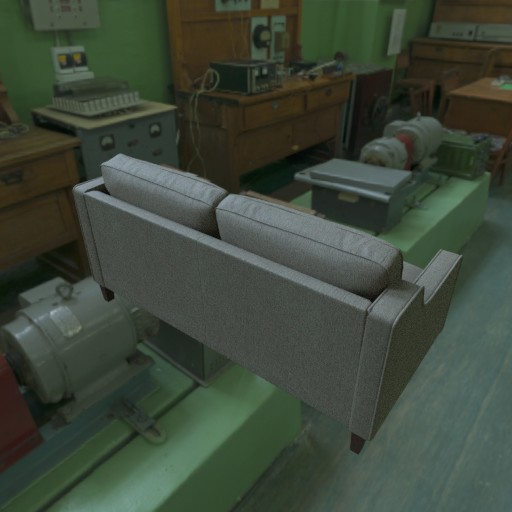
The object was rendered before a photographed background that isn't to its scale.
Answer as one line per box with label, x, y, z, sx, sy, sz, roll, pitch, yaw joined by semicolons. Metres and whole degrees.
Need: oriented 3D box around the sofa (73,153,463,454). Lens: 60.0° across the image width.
sofa;0.000;0.000;2.799;2.181;1.074;1.073;22;37;32
